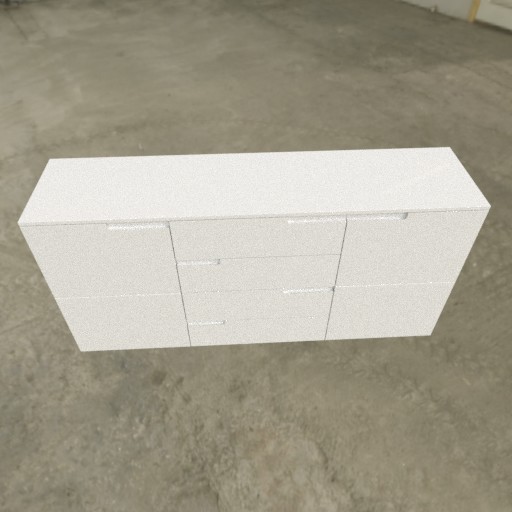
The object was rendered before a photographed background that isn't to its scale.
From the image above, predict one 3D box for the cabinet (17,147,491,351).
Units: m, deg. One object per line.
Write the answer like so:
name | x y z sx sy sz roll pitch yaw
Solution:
cabinet | 0.000 0.000 1.965 1.650 0.800 0.400 -2 45 -2
